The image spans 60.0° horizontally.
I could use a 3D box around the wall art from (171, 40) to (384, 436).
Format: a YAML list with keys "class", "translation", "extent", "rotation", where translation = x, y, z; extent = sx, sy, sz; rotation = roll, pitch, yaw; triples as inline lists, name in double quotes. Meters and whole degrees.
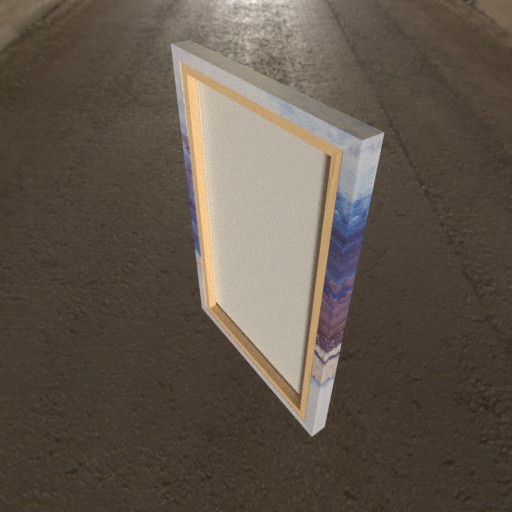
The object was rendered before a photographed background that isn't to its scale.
- class: "wall art"
  translation: [0.000, 0.000, 1.111]
  extent: [0.048, 0.874, 0.583]
  rotation: [-26, 47, -26]
